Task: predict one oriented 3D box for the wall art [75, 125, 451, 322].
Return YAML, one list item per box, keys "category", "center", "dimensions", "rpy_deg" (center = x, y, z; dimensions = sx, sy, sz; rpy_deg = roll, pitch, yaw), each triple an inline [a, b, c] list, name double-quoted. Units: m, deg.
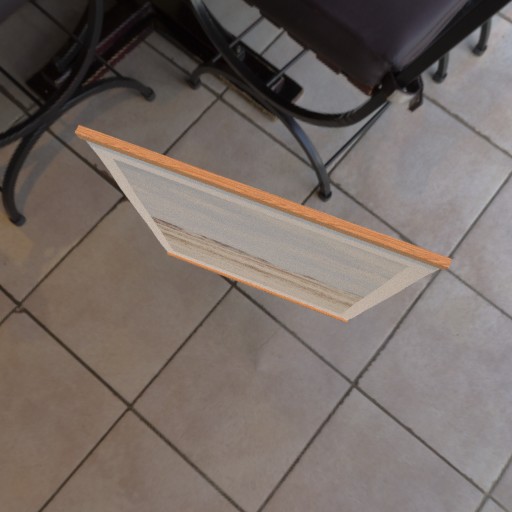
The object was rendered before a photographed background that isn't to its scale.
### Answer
- category: "wall art"
  center: [0.000, 0.000, 0.693]
  dimensions: [0.404, 0.507, 0.010]
  rpy_deg: [21, 76, 5]
